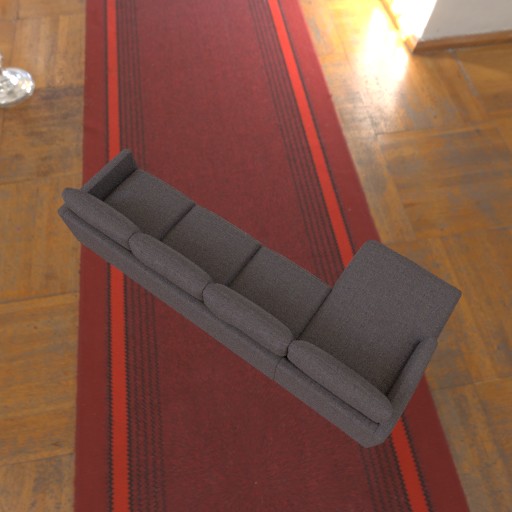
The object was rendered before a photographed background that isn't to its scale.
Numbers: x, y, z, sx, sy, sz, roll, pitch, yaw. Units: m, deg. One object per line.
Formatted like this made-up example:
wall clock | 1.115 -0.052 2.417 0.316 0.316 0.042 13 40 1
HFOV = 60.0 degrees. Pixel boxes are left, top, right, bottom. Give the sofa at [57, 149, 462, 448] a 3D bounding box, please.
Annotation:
sofa | 0.000 0.000 3.250 2.731 0.754 1.258 32 67 15
